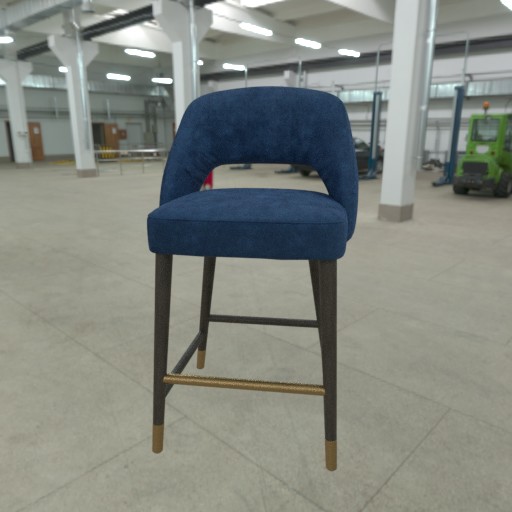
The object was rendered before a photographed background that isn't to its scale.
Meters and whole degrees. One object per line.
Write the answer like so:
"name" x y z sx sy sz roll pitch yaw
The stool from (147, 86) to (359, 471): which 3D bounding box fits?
"stool" 0.000 0.000 1.224 0.536 0.925 0.524 2 16 8
